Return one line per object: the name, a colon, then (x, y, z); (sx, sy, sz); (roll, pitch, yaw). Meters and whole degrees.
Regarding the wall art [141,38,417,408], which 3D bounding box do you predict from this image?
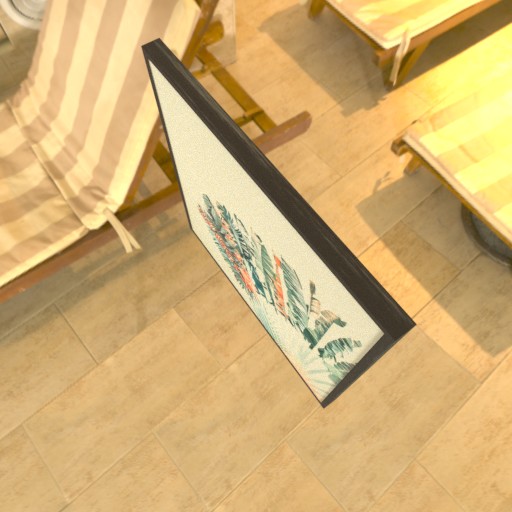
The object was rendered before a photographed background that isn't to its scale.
wall art: (0.000, 0.000, 1.127); (0.043, 0.758, 0.762); (-32, 68, -15)
